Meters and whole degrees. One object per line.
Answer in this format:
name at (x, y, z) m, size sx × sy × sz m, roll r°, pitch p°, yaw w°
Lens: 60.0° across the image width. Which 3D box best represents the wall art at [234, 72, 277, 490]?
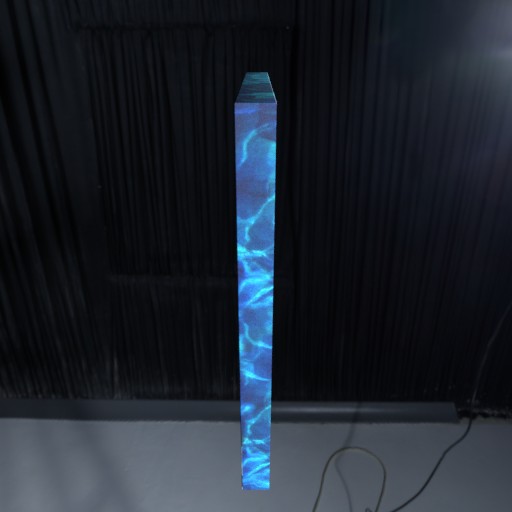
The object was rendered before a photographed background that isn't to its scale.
wall art at (0.000, 0.000, 0.695) m, size 0.038 × 0.508 × 0.432 m, roll 0°, pitch 26°, yaw 0°
